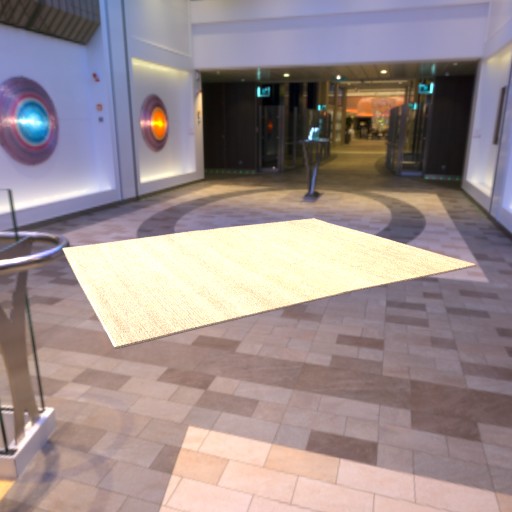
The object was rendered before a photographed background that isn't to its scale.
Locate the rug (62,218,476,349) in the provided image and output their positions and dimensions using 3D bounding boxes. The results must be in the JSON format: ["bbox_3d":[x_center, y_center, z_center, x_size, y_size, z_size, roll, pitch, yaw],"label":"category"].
[{"bbox_3d":[0.000,0.000,4.319,3.245,0.046,2.467,-9,18,-28],"label":"rug"}]
